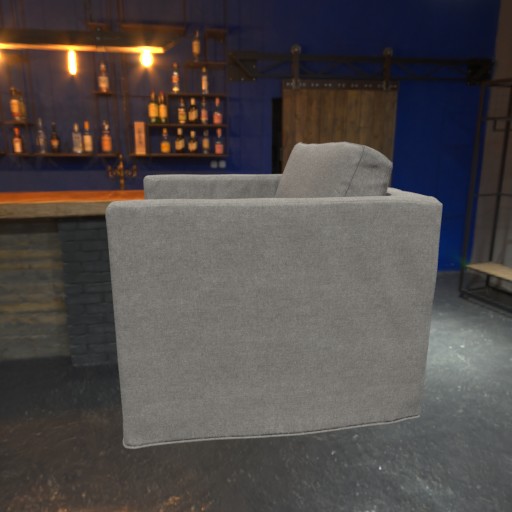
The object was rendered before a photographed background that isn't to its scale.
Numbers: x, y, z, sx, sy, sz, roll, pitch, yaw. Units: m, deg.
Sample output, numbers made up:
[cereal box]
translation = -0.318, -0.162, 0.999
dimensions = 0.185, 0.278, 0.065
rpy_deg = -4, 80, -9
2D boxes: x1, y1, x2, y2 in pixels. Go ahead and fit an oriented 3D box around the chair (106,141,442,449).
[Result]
[chair]
translation = 0.000, 0.000, 1.727
dimensions = 0.949, 0.863, 1.057
rpy_deg = -2, 15, -8
